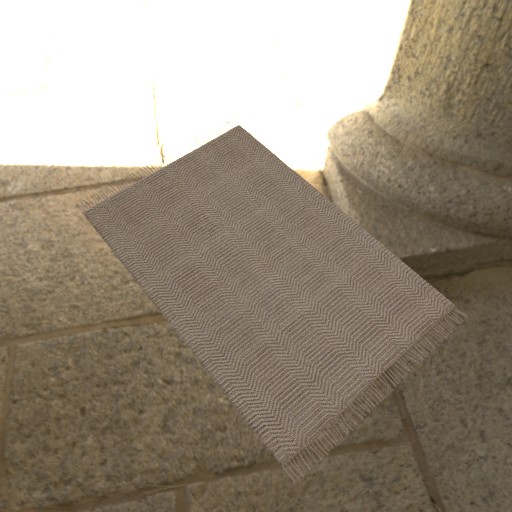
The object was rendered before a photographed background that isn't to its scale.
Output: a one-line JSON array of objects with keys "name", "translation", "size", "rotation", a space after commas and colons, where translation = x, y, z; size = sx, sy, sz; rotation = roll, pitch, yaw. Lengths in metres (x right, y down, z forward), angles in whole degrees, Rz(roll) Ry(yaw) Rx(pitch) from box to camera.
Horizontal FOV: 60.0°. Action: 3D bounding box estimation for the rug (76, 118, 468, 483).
[{"name": "rug", "translation": [0.000, 0.000, 3.143], "size": [1.528, 0.034, 2.523], "rotation": [-35, 64, -20]}]
